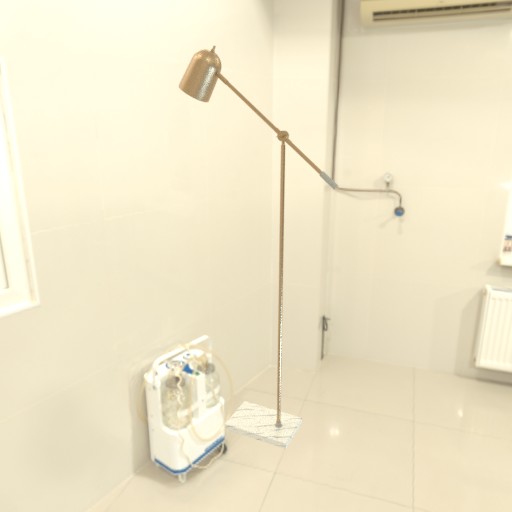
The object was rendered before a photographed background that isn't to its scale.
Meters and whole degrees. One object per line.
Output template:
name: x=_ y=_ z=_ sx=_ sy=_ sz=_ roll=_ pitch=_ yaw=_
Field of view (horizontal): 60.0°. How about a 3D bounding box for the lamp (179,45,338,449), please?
lamp: x=0.000 y=0.000 z=1.804 sx=0.653 sy=1.594 sz=0.194 roll=8 pitch=18 yaw=25
